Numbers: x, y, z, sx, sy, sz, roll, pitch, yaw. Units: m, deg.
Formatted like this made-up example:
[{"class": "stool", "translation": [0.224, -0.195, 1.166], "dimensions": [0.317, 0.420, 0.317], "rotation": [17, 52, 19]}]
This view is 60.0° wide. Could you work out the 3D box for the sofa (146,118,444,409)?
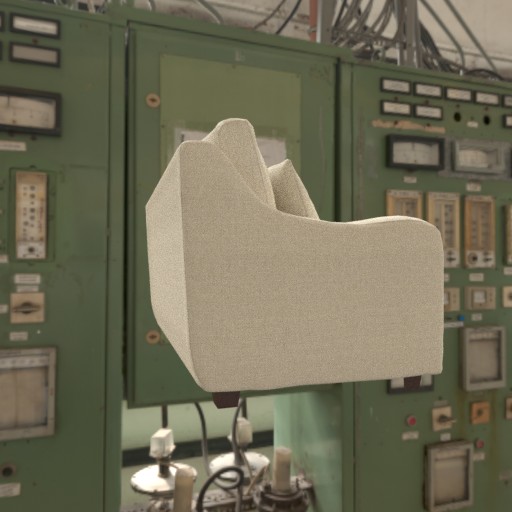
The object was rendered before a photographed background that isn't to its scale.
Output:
[{"class": "sofa", "translation": [0.000, 0.000, 2.351], "dimensions": [1.040, 1.047, 1.744], "rotation": [0, -1, -18]}]
